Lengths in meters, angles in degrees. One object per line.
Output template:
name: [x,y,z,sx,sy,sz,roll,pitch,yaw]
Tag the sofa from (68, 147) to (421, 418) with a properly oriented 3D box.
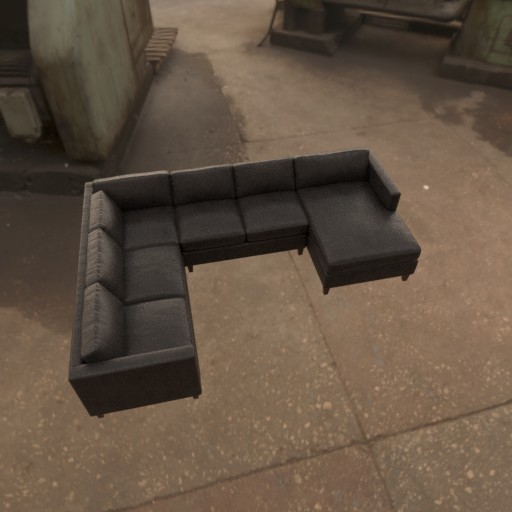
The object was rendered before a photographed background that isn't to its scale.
sofa: [0.000,0.000,4.493,3.324,0.891,2.452,-9,46,-9]
